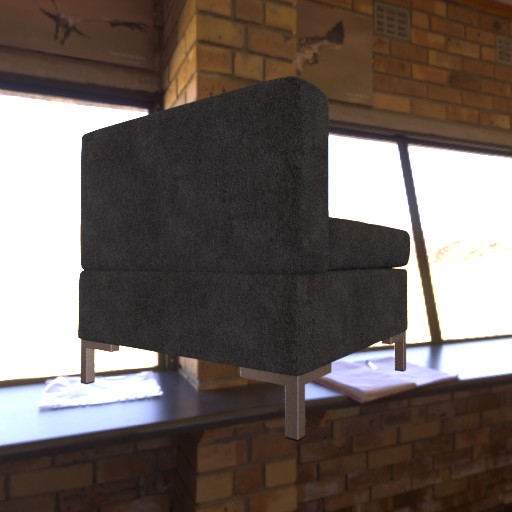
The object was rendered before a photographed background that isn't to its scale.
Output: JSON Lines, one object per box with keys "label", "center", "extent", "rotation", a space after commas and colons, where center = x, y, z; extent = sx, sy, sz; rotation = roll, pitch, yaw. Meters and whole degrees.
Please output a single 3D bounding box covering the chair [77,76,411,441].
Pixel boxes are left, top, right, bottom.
{"label": "chair", "center": [0.000, 0.000, 1.225], "extent": [0.680, 0.660, 0.680], "rotation": [0, -1, 35]}
